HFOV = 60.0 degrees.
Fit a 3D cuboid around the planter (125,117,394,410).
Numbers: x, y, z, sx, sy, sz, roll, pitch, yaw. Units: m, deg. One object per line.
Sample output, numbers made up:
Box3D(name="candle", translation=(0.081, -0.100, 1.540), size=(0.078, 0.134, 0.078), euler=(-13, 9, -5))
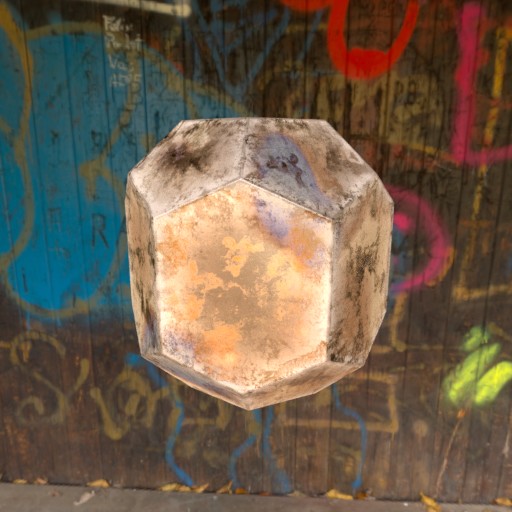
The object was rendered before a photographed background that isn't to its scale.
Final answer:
Box3D(name="planter", translation=(0.000, 0.000, 0.411), size=(0.221, 0.238, 0.243), euler=(-6, 15, -24))
